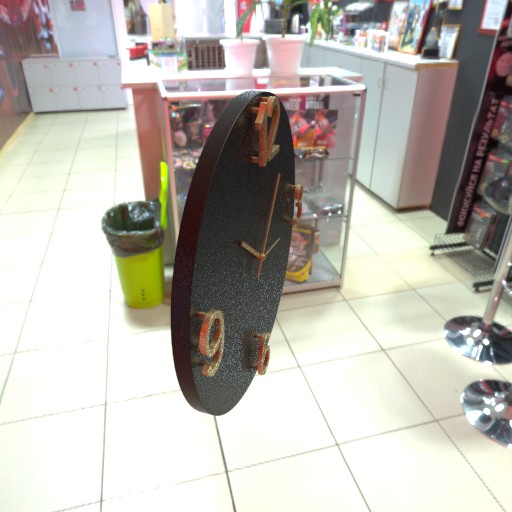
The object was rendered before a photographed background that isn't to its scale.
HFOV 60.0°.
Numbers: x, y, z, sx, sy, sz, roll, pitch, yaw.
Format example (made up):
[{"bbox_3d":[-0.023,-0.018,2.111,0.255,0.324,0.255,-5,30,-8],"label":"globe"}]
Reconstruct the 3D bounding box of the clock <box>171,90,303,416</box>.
[{"bbox_3d":[0.000,0.000,0.650,0.038,0.454,0.454,9,31,16],"label":"clock"}]
